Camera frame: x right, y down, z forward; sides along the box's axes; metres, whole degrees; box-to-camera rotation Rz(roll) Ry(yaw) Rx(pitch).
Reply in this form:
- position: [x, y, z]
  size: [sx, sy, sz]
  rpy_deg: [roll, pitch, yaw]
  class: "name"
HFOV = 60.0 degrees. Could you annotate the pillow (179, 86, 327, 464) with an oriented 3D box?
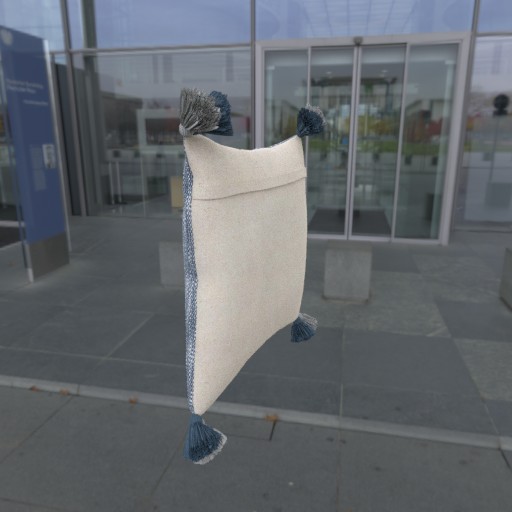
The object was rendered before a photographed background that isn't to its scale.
- position: [0.000, 0.000, 0.924]
  size: [0.138, 0.634, 0.614]
  rpy_deg: [8, 17, 26]
  class: "pillow"
